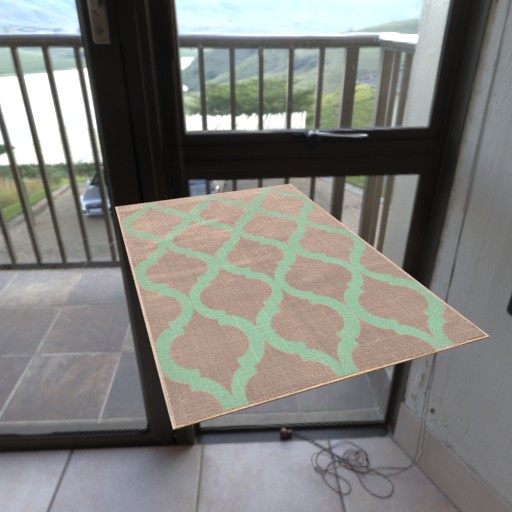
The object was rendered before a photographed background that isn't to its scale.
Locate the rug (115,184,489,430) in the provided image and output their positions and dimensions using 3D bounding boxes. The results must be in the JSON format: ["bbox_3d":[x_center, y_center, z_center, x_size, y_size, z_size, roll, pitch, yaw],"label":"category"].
[{"bbox_3d":[0.000,0.000,2.819,1.524,0.006,2.286,-10,31,-18],"label":"rug"}]
